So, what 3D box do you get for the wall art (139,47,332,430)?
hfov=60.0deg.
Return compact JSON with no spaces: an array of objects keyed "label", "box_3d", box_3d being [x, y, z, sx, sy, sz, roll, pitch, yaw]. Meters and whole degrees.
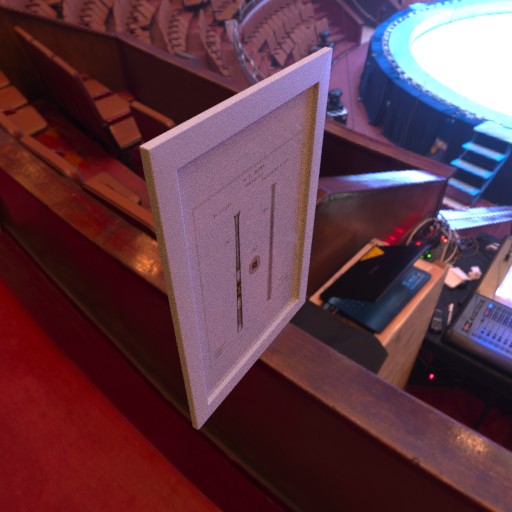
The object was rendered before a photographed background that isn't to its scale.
[{"label":"wall art","box_3d":[0.000,0.000,0.632,0.011,0.482,0.329,25,47,25]}]
